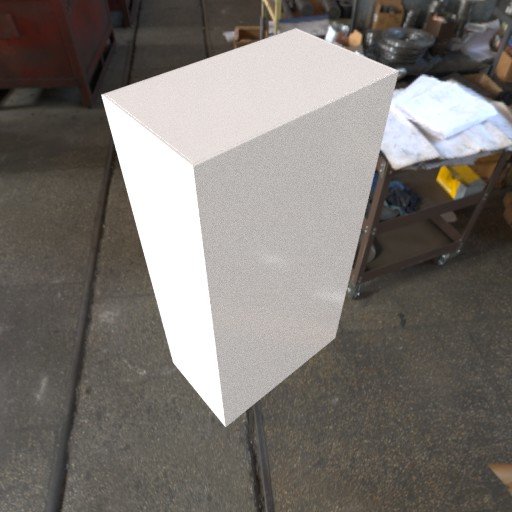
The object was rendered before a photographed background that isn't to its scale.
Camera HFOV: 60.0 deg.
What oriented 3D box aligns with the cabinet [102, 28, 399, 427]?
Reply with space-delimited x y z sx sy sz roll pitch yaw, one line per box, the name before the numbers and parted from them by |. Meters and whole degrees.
cabinet | 0.000 0.000 2.374 0.980 1.920 0.580 -32 55 -26
